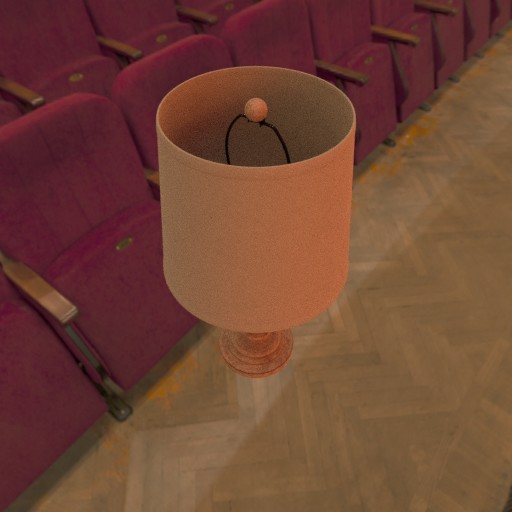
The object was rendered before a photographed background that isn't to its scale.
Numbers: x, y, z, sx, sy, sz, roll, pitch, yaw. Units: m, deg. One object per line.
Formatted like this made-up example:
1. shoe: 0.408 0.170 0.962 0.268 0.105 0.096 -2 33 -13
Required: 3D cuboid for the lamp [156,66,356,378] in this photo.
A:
1. lamp: 0.000 0.000 0.661 0.273 0.497 0.273 0 47 0
